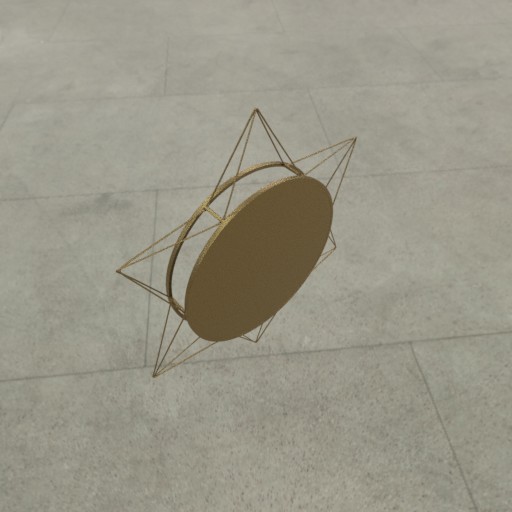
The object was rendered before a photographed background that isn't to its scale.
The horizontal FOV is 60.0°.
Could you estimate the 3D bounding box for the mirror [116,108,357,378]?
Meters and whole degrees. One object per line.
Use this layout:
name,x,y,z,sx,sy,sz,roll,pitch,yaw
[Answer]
mirror,0.000,0.000,0.808,0.498,0.581,0.062,-33,55,-27
